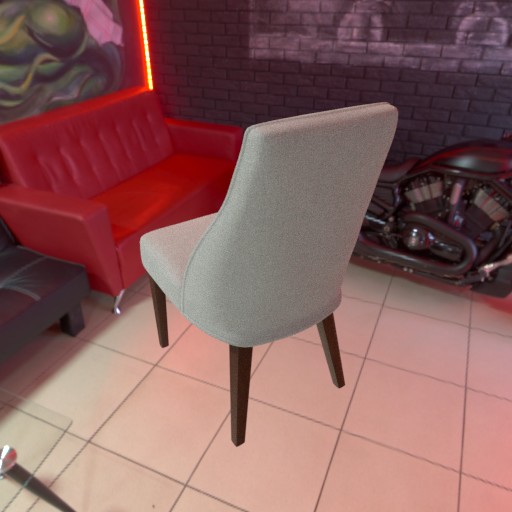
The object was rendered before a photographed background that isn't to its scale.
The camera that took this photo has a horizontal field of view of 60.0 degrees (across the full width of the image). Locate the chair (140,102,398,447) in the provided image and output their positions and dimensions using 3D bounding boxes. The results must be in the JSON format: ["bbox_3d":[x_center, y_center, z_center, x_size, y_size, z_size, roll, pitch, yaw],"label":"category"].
[{"bbox_3d":[0.000,0.000,1.294,0.500,0.930,0.620,-19,36,-28],"label":"chair"}]
